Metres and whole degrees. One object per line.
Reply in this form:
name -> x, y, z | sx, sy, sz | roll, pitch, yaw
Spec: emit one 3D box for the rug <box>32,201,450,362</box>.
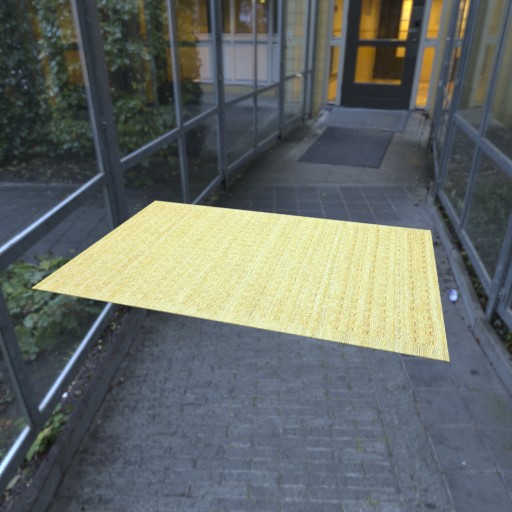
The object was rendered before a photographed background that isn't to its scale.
rug -> 0.000, 0.000, 2.960 | 2.286, 0.006, 1.524 | 8, 28, 14
